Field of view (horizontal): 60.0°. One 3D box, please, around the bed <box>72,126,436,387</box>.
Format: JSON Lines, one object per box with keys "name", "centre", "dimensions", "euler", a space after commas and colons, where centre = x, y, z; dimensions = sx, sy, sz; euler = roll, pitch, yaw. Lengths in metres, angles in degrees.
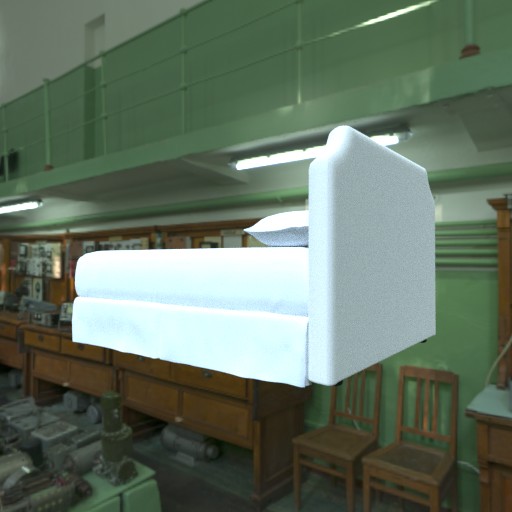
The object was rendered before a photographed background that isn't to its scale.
{"name": "bed", "centre": [0.000, 0.000, 3.958], "dimensions": [2.548, 1.524, 2.134], "euler": [0, -1, 37]}
